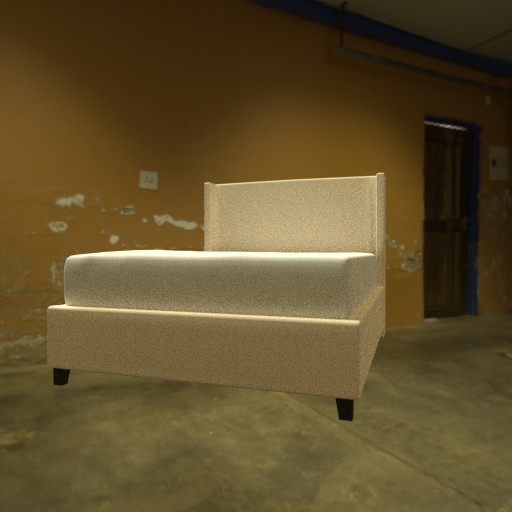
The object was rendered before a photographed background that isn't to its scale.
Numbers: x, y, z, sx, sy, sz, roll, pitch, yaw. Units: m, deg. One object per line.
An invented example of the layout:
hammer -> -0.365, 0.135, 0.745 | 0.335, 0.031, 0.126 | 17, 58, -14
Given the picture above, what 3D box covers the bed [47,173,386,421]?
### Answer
bed -> 0.000, 0.000, 3.328 | 1.765, 1.471, 2.280 | 0, 1, 19
